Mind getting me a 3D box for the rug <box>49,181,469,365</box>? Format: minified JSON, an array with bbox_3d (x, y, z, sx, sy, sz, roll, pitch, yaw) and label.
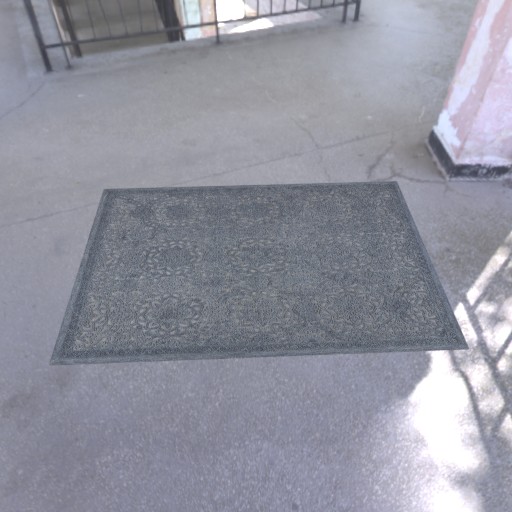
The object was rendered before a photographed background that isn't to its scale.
[{"bbox_3d":[0.000,0.000,2.336,1.819,0.012,1.208,-2,46,-2],"label":"rug"}]
